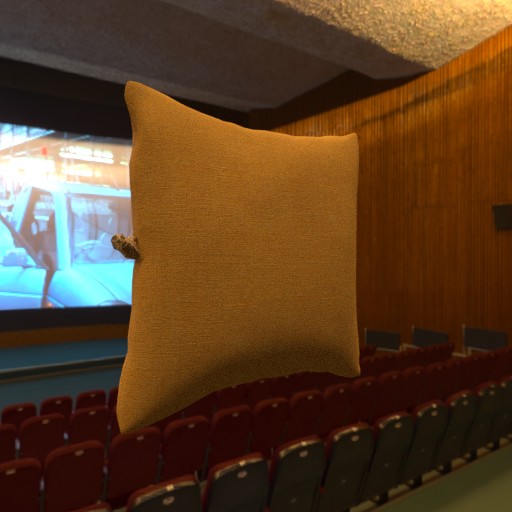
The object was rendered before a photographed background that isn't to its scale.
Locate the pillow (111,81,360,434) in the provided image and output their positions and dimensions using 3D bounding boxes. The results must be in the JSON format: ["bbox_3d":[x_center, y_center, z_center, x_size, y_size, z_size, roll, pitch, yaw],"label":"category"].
[{"bbox_3d":[0.000,0.000,0.752,0.485,0.481,0.167,0,1,-36],"label":"pillow"}]
